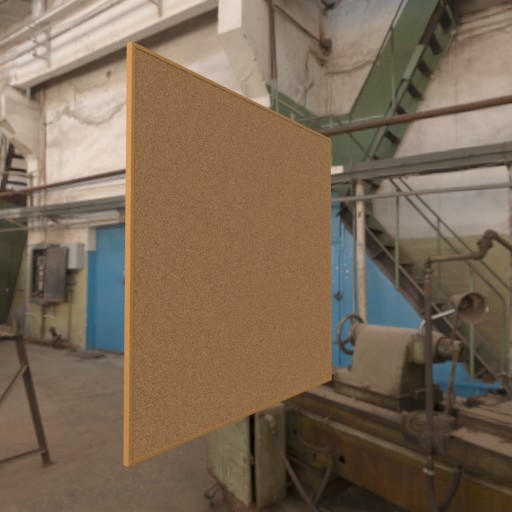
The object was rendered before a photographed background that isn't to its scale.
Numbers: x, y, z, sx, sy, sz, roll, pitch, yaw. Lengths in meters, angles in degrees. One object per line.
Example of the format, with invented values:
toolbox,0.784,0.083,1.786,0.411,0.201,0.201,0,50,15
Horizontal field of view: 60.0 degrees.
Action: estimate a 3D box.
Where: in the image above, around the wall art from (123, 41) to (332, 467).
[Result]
wall art,0.000,0.000,0.947,0.014,0.655,0.657,-1,-2,37
